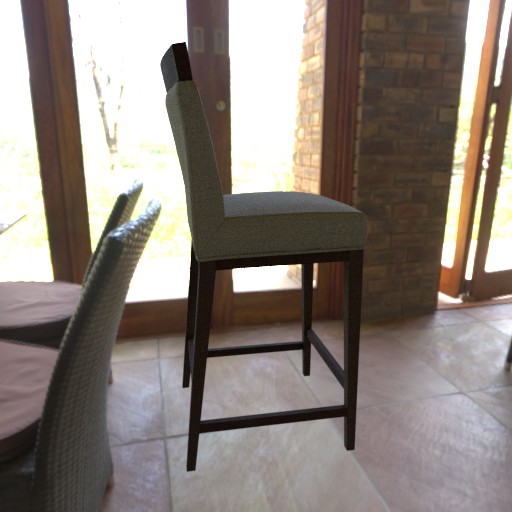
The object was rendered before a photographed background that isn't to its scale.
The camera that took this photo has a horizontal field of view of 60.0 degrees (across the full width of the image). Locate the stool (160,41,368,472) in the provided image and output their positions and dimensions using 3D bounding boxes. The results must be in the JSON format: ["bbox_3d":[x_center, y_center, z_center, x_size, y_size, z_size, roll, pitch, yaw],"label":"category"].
[{"bbox_3d":[0.000,0.000,1.386,0.531,1.117,0.511,-3,14,-10],"label":"stool"}]
